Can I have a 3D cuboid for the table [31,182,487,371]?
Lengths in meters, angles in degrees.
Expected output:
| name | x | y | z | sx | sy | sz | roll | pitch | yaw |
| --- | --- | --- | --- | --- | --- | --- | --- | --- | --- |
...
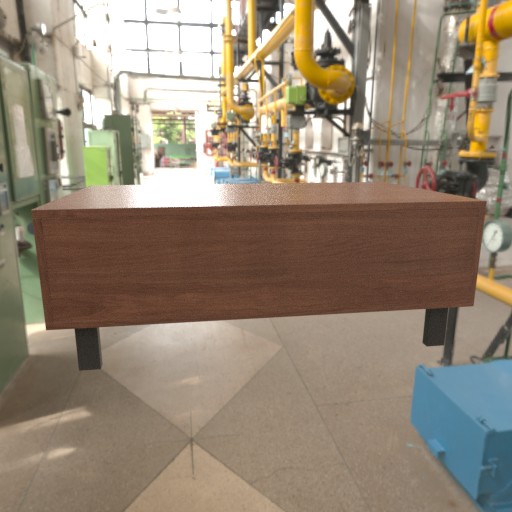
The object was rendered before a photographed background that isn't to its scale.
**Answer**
| name | x | y | z | sx | sy | sz | roll | pitch | yaw |
| --- | --- | --- | --- | --- | --- | --- | --- | --- | --- |
| table | 0.000 | 0.000 | 1.314 | 1.020 | 0.380 | 0.600 | -2 | 14 | -8 |
